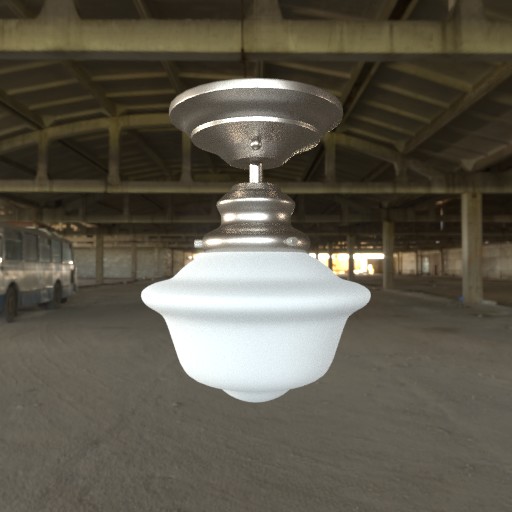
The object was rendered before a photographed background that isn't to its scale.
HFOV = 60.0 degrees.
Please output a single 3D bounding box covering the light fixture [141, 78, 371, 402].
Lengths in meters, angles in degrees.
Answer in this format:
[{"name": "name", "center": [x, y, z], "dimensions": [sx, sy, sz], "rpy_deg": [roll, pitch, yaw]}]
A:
[{"name": "light fixture", "center": [0.000, 0.000, 0.393], "dimensions": [0.199, 0.254, 0.199], "rpy_deg": [0, -1, 0]}]
